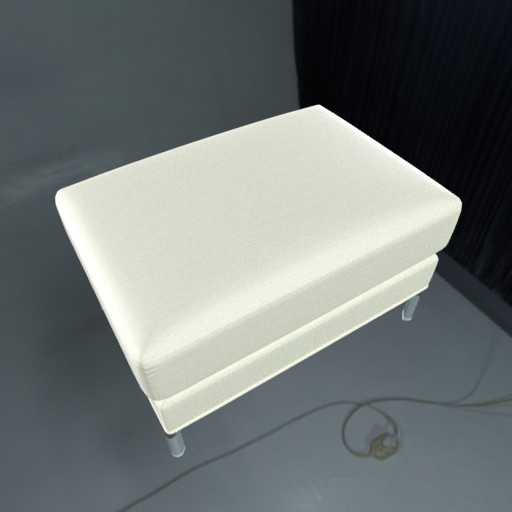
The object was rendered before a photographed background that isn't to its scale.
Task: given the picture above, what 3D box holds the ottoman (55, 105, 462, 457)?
[{"bbox_3d":[0.000,0.000,1.210,0.835,0.497,0.581,-24,51,-22],"label":"ottoman"}]
